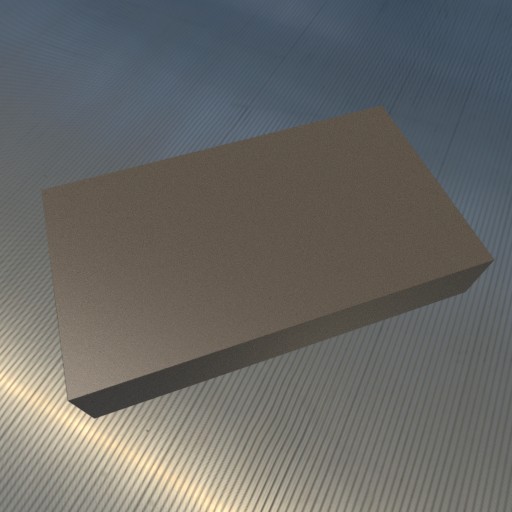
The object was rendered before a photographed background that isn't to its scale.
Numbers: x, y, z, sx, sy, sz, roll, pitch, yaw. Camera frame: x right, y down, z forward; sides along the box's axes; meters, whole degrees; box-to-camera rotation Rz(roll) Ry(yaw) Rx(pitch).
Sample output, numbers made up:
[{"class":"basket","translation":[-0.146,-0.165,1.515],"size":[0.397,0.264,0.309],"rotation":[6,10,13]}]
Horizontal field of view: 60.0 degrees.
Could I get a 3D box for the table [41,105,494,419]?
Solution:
[{"class":"table","translation":[0.000,0.000,1.508],"size":[1.201,0.404,0.703],"rotation":[-17,60,-10]}]
